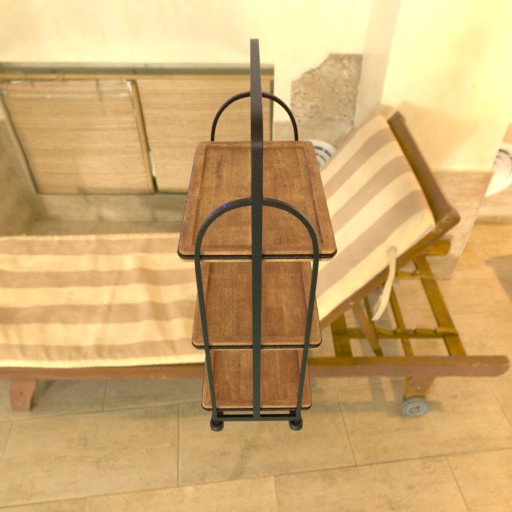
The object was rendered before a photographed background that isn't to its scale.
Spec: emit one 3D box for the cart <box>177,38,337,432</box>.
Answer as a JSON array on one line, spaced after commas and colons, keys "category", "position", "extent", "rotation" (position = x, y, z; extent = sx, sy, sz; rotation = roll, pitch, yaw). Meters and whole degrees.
[{"category": "cart", "position": [0.000, 0.000, 1.212], "extent": [0.327, 1.001, 0.553], "rotation": [0, 42, 0]}]
